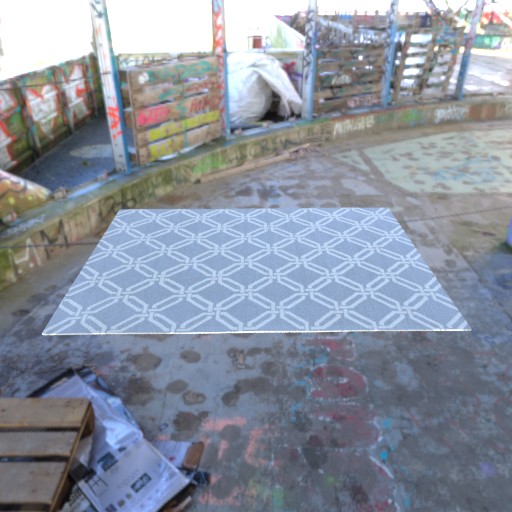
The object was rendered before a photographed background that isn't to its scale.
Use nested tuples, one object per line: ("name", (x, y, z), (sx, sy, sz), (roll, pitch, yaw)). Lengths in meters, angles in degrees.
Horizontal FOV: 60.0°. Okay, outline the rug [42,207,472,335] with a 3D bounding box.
("rug", (0.000, 0.000, 2.850), (2.133, 0.013, 1.522), (0, 30, -1))
